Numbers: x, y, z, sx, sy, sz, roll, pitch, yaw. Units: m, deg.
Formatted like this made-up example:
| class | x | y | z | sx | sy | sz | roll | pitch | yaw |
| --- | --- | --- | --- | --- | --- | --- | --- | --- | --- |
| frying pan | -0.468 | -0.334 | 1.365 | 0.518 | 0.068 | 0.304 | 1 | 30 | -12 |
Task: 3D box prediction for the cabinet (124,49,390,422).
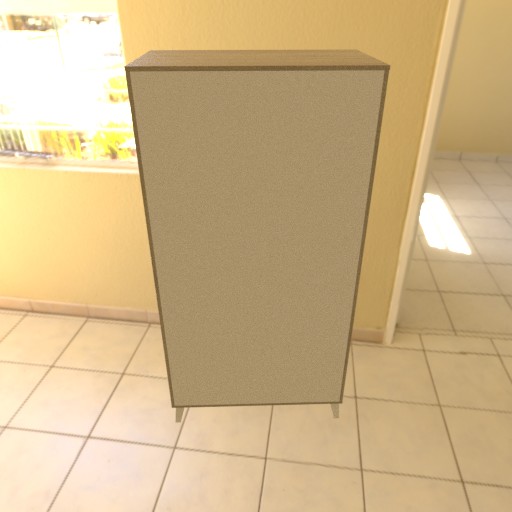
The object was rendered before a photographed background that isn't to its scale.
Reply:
| class | x | y | z | sx | sy | sz | roll | pitch | yaw |
| --- | --- | --- | --- | --- | --- | --- | --- | --- | --- |
| cabinet | 0.000 | 0.000 | 2.425 | 1.006 | 1.999 | 0.571 | -1 | 30 | -2 |
